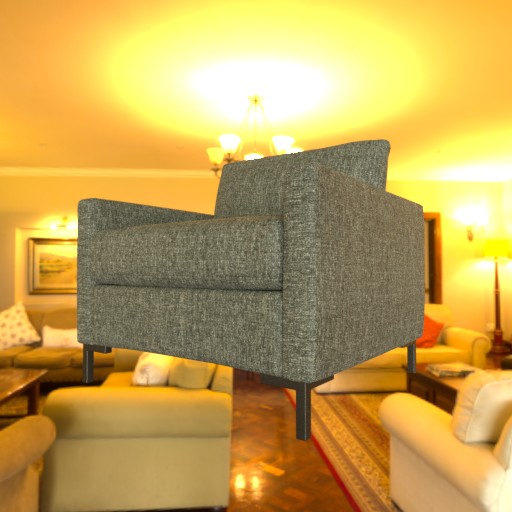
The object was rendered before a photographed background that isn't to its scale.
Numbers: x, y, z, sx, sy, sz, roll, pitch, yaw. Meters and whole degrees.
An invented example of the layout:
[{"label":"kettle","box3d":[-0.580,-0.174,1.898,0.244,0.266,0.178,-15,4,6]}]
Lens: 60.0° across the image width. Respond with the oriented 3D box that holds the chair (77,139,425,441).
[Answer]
[{"label":"chair","box3d":[0.000,0.000,1.582,0.963,0.861,0.866,-1,-2,36]}]
